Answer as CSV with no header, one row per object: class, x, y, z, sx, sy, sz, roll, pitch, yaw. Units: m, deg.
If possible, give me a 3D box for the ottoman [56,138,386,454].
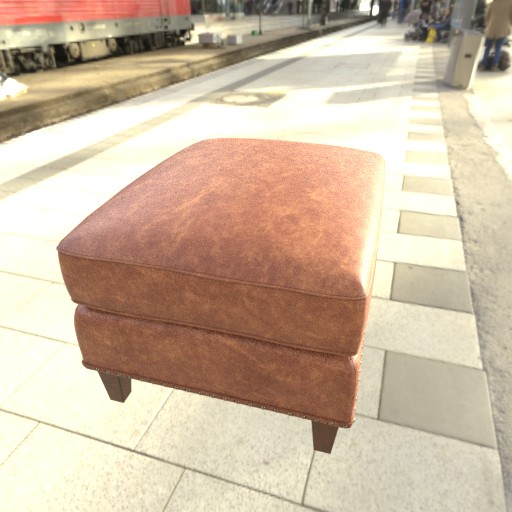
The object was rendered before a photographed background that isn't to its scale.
ottoman,0.000,0.000,1.129,0.586,0.486,0.742,8,31,14
